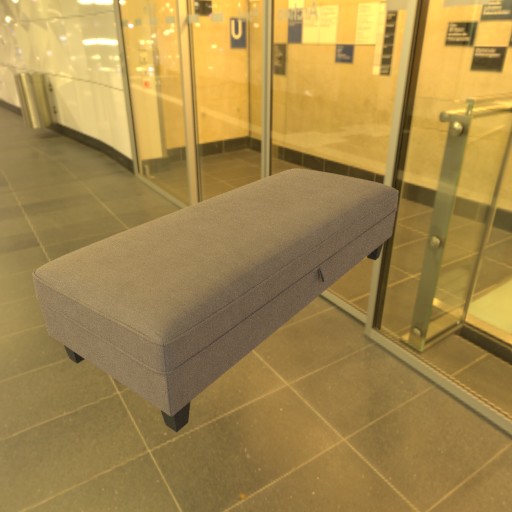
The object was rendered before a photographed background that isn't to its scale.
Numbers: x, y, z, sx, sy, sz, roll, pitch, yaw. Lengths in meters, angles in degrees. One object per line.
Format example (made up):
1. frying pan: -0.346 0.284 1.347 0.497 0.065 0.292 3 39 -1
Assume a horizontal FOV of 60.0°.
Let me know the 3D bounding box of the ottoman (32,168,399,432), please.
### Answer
1. ottoman: 0.000 0.000 2.086 0.751 0.470 1.764 18 32 33
